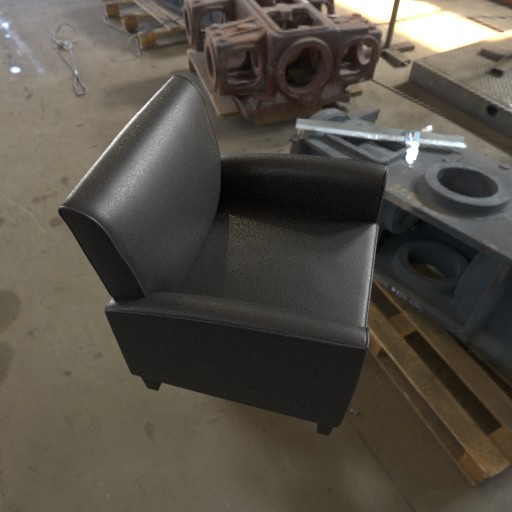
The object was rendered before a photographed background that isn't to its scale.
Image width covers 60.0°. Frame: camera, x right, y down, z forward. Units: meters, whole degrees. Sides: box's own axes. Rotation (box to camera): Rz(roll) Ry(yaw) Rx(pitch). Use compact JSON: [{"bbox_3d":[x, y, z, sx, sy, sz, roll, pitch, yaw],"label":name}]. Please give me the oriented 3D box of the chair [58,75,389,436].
[{"bbox_3d":[0.000,0.000,1.567,0.819,0.916,0.820,11,48,10],"label":"chair"}]
